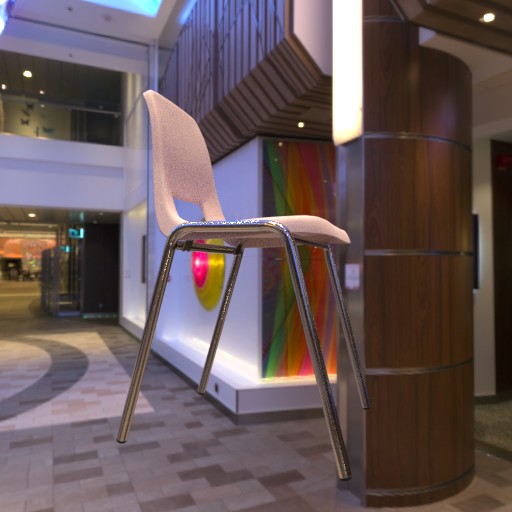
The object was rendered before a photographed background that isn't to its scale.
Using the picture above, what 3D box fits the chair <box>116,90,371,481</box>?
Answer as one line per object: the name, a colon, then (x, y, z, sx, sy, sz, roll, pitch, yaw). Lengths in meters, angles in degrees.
chair: (0.000, 0.000, 0.930, 0.436, 0.704, 0.381, -1, -2, 19)
